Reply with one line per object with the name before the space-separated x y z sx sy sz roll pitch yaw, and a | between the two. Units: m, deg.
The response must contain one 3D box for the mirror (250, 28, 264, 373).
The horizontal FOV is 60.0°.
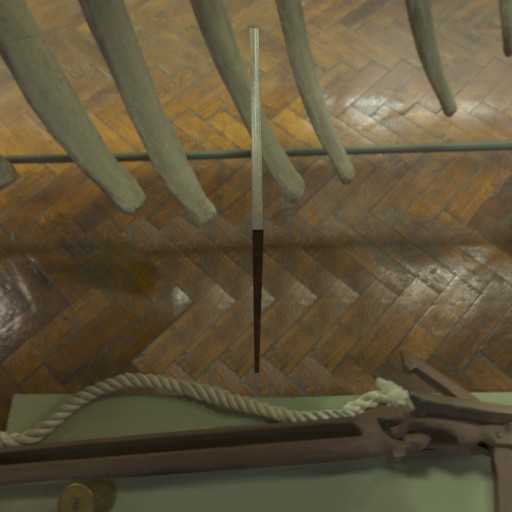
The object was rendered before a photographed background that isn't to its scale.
mirror | 0.000 0.000 2.309 0.032 2.031 0.812 -1 64 0
